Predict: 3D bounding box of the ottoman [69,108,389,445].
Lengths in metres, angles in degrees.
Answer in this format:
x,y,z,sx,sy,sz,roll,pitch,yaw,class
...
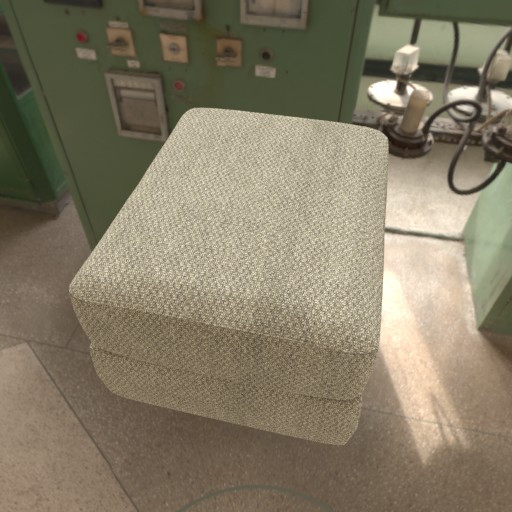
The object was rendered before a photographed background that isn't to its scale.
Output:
x,y,z,sx,sy,sz,roll,pitch,yaw,class
0.000,0.000,1.151,0.603,0.476,0.751,10,48,9,ottoman
